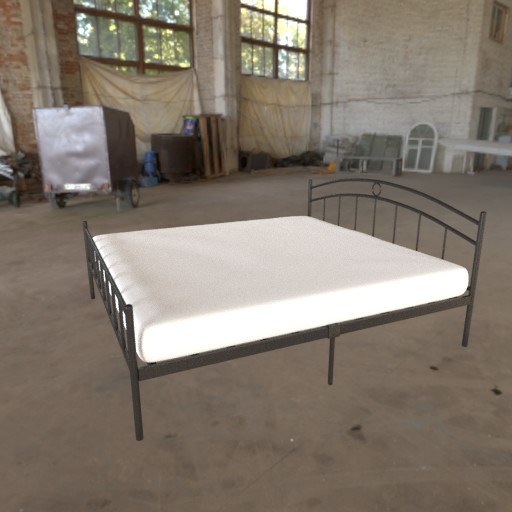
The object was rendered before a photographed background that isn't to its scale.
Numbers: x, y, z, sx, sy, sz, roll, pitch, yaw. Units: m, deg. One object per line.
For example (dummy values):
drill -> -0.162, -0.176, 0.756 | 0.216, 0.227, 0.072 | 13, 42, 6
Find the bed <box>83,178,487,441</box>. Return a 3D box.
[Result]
bed -> 0.000, 0.000, 3.029 | 2.040, 0.940, 1.880 | -7, 18, -24
